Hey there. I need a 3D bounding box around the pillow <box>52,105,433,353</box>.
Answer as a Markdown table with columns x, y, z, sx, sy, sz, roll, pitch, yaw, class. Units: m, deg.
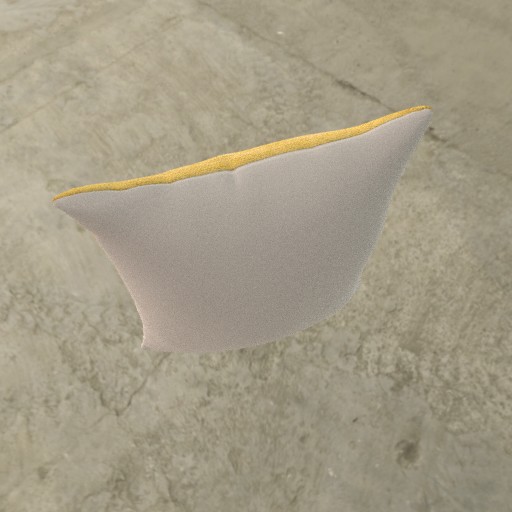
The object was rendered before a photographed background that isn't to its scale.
| x | y | z | sx | sy | sz | roll | pitch | yaw | class |
| --- | --- | --- | --- | --- | --- | --- | --- | --- | --- |
| 0.000 | 0.000 | 0.683 | 0.450 | 0.450 | 0.211 | -16 | 59 | -10 | pillow |
